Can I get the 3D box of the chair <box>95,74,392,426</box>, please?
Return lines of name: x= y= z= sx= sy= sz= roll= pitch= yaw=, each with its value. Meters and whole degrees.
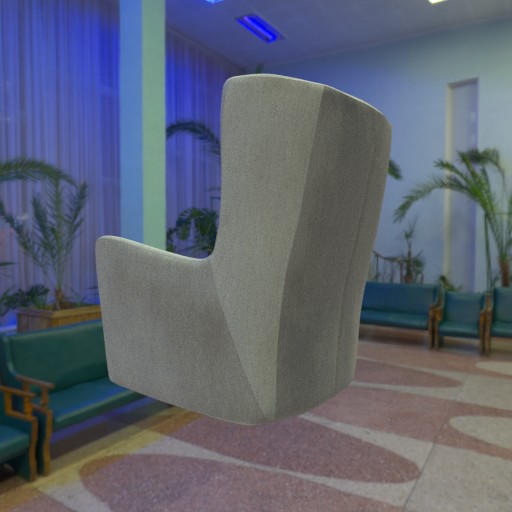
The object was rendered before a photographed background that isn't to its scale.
chair: x=0.000 y=0.000 z=1.626 sx=0.904 sy=1.000 sz=0.779 roll=2 pitch=3 yaw=35
